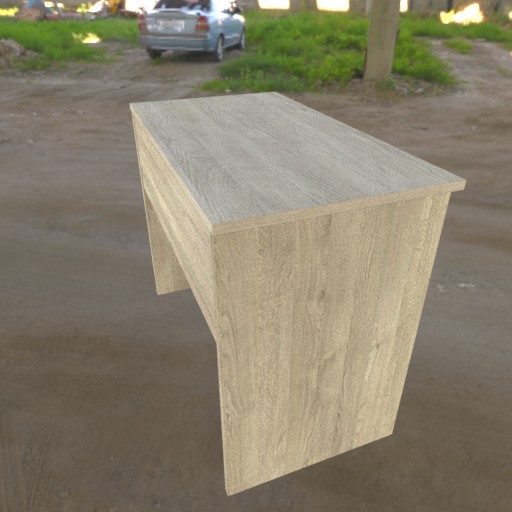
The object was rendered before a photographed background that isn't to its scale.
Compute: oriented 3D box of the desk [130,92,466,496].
[{"bbox_3d":[0.000,0.000,1.296,0.498,0.724,0.893,-12,33,-18],"label":"desk"}]
